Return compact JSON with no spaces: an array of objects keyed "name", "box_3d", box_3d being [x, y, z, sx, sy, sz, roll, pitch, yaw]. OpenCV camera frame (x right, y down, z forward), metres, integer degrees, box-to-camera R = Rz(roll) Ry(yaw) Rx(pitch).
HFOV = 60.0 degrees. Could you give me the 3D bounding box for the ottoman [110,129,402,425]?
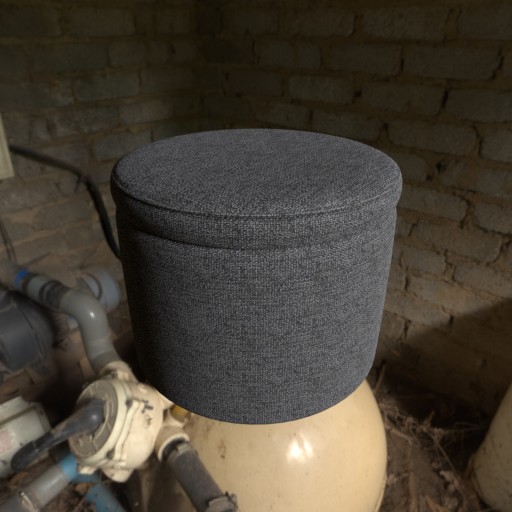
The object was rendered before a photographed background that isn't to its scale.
[{"name":"ottoman","box_3d":[0.000,0.000,0.898,0.520,0.430,0.520,0,28,0]}]
